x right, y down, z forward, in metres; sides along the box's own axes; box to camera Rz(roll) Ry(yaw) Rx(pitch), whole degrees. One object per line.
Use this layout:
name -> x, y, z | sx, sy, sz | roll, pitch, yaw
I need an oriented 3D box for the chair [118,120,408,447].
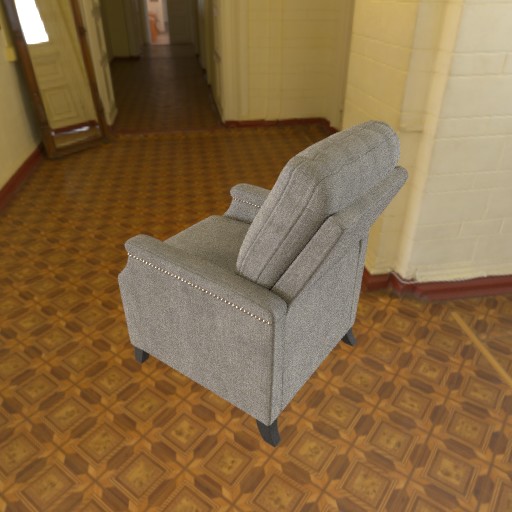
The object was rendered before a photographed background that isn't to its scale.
chair -> 0.000, 0.000, 1.733 | 0.922, 1.049, 0.710 | 21, 37, 30
